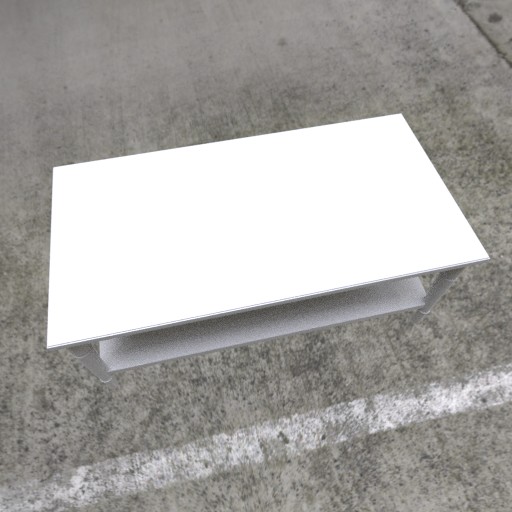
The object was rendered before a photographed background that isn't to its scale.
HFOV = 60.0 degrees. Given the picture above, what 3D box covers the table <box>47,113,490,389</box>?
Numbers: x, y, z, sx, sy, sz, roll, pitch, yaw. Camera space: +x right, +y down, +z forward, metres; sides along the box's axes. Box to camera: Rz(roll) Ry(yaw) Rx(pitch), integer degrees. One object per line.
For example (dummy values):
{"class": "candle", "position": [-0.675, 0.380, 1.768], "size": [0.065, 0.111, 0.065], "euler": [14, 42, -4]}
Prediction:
{"class": "table", "position": [0.000, 0.000, 1.373], "size": [1.067, 0.457, 0.559], "euler": [-11, 57, -7]}
